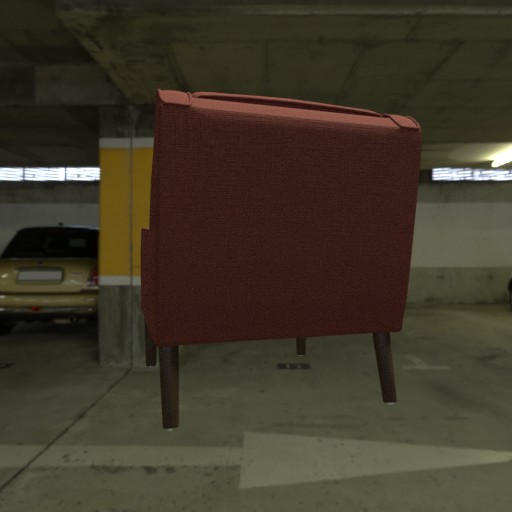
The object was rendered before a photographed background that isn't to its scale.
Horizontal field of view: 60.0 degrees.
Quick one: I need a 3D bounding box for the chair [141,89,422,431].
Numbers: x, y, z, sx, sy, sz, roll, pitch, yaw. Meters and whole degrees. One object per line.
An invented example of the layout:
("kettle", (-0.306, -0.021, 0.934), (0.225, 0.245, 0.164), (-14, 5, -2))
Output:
("chair", (0.000, 0.000, 1.401), (0.680, 0.812, 0.770), (0, 0, -18))
